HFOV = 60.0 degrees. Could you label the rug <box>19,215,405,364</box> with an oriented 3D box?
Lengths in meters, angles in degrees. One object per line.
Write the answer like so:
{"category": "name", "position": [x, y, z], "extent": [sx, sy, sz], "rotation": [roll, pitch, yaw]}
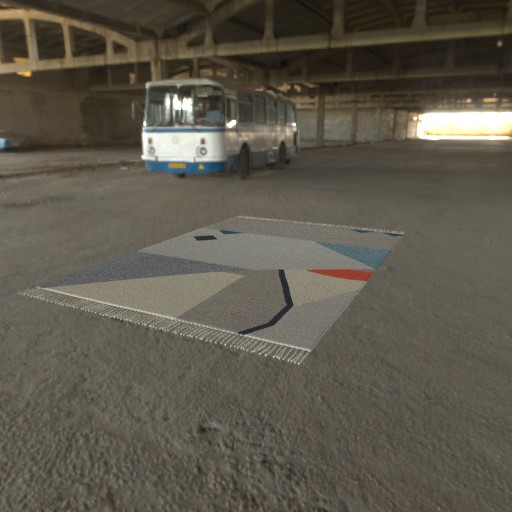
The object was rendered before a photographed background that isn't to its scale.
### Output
{"category": "rug", "position": [0.000, 0.000, 2.291], "extent": [1.220, 0.005, 1.828], "rotation": [8, 18, 26]}
